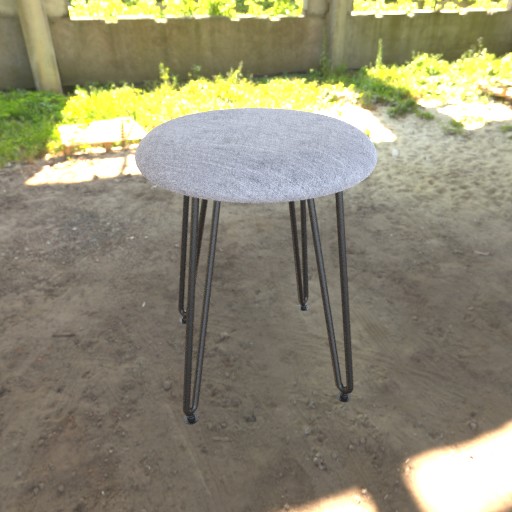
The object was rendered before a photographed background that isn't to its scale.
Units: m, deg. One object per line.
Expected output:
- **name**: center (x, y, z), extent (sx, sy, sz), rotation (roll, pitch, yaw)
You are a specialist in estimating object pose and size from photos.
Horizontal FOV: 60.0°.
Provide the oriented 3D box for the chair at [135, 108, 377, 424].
- **chair**: center (0.000, 0.000, 0.658), extent (0.350, 0.386, 0.350), rotation (19, 35, 30)
